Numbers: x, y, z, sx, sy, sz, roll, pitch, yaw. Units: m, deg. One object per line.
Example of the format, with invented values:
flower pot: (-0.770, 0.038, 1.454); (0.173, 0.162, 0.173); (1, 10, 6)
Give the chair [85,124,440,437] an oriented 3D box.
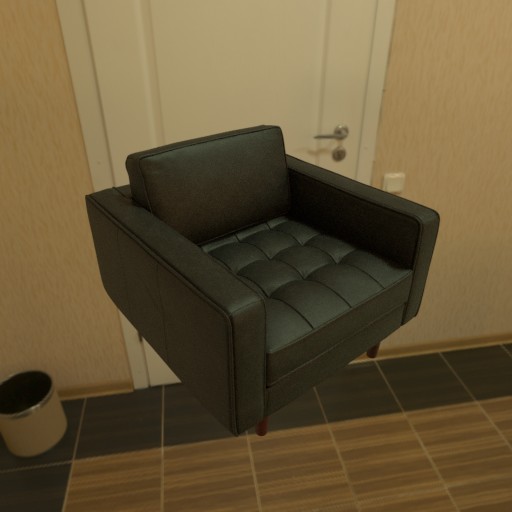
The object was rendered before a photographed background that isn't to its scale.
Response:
chair: (0.000, 0.000, 1.616); (0.889, 0.763, 0.914); (-22, 38, -32)
